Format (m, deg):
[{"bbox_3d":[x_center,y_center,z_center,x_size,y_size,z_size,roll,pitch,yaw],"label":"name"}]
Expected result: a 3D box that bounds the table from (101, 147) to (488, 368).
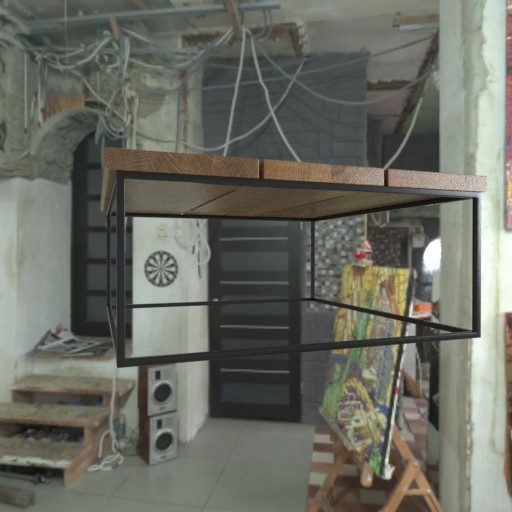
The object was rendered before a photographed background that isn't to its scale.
[{"bbox_3d":[0.000,0.000,1.373,0.900,0.400,0.900,0,0,-20],"label":"table"}]
